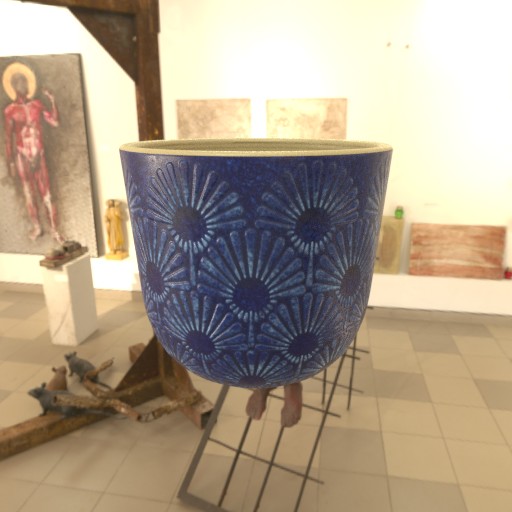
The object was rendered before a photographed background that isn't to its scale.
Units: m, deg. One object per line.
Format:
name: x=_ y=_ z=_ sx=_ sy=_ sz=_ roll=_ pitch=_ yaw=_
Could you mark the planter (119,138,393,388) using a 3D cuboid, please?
planter: x=0.000 y=0.000 z=0.308 sx=0.170 sy=0.153 sz=0.170 roll=0 pitch=17 yaw=0
